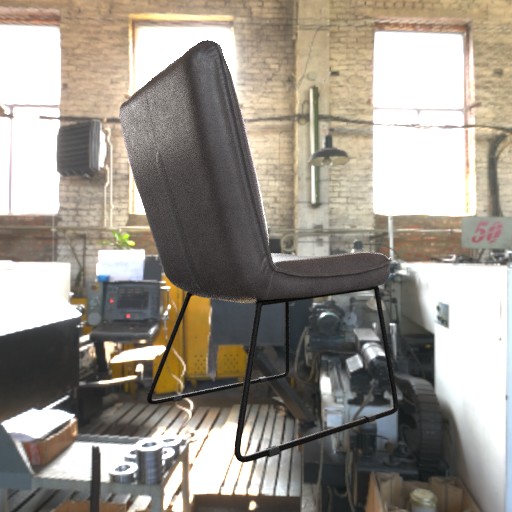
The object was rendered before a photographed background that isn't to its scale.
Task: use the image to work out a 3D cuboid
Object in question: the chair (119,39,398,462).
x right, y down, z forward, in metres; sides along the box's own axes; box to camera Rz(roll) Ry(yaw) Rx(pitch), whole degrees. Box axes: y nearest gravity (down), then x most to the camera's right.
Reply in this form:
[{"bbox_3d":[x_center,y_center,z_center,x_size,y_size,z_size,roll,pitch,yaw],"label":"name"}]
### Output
[{"bbox_3d":[0.000,0.000,1.318,0.688,0.932,0.515,0,0,-37],"label":"chair"}]
